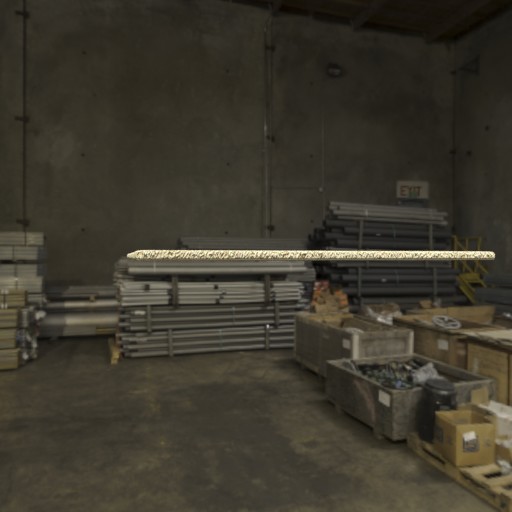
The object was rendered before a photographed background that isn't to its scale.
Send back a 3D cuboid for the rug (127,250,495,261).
[{"bbox_3d":[0.000,0.000,2.218,1.219,0.030,1.778,0,0,-17],"label":"rug"}]
